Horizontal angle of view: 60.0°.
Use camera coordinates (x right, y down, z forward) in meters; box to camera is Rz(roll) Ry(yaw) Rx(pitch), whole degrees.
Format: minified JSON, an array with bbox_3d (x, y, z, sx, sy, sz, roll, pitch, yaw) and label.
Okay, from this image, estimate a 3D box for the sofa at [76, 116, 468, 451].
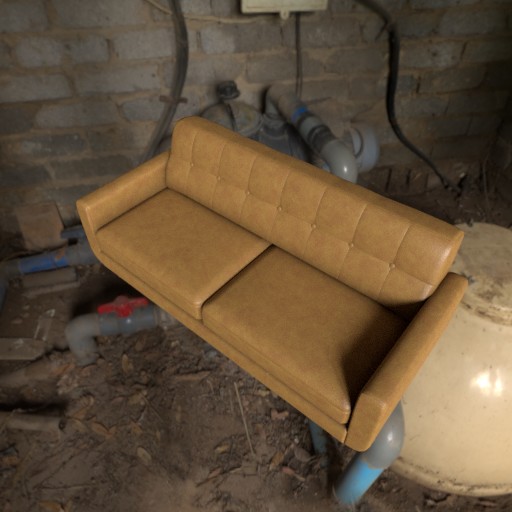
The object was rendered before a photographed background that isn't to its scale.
[{"bbox_3d":[0.000,0.000,2.626,2.137,0.892,0.980,30,52,27],"label":"sofa"}]
